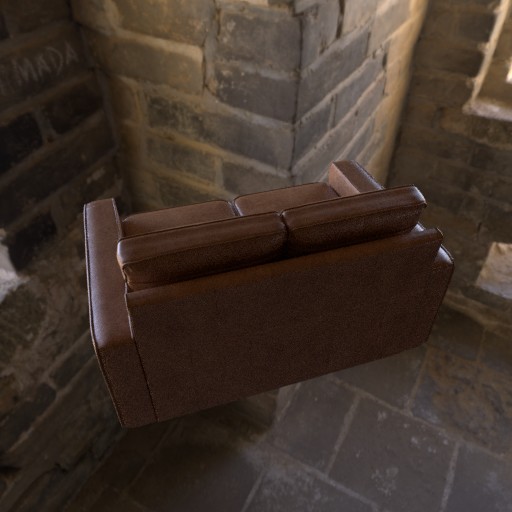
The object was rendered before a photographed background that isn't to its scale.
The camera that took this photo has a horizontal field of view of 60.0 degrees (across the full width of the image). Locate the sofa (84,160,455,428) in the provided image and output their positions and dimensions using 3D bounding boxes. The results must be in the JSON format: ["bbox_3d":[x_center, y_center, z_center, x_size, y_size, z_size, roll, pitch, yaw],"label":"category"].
[{"bbox_3d":[0.000,0.000,2.153,1.532,0.896,1.020,-12,42,-13],"label":"sofa"}]
